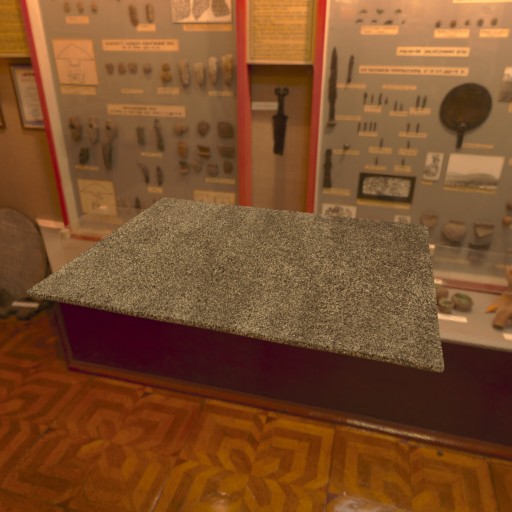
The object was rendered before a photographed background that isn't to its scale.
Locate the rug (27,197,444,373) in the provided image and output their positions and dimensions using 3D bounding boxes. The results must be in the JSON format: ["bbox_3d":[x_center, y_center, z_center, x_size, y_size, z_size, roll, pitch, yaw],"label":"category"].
[{"bbox_3d":[0.000,0.000,2.116,1.601,0.025,1.198,8,28,15],"label":"rug"}]
